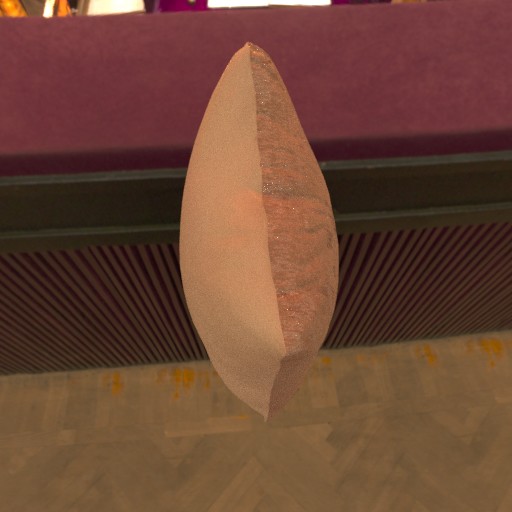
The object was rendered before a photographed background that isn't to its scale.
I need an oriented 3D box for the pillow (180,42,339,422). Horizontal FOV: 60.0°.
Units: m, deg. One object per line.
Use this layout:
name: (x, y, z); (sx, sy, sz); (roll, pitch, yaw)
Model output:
pillow: (0.000, 0.000, 0.708); (0.245, 0.448, 0.450); (-3, 63, -1)
